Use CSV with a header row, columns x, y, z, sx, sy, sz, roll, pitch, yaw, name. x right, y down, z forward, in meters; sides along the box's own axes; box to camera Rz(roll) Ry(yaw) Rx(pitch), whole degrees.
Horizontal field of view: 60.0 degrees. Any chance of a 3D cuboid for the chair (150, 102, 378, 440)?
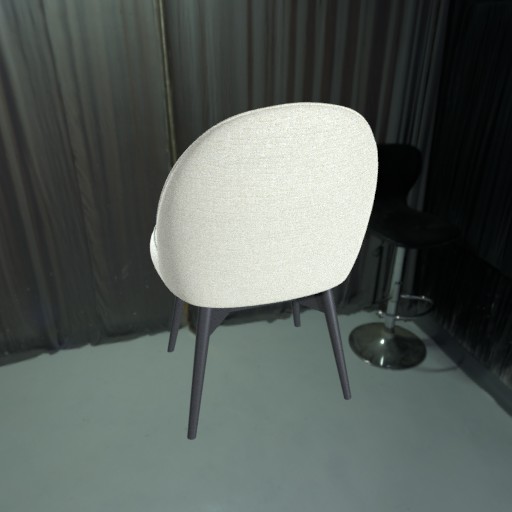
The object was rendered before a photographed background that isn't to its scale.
x,y,z,sx,sy,sz,roll,pitch,yaw,name
0.000,0.000,1.176,0.532,0.838,0.540,-8,28,-16,chair
